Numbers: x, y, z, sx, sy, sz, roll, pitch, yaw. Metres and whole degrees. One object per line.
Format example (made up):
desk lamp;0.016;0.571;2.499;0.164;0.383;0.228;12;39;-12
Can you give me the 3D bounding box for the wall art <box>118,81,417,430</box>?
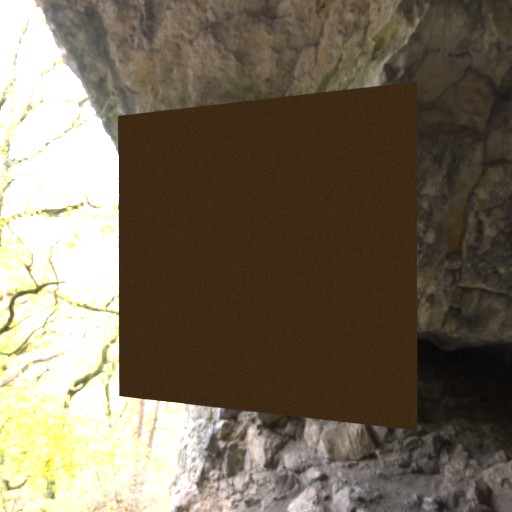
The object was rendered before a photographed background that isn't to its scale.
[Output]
wall art;0.000;0.000;0.567;0.386;0.385;0.038;0;0;18
